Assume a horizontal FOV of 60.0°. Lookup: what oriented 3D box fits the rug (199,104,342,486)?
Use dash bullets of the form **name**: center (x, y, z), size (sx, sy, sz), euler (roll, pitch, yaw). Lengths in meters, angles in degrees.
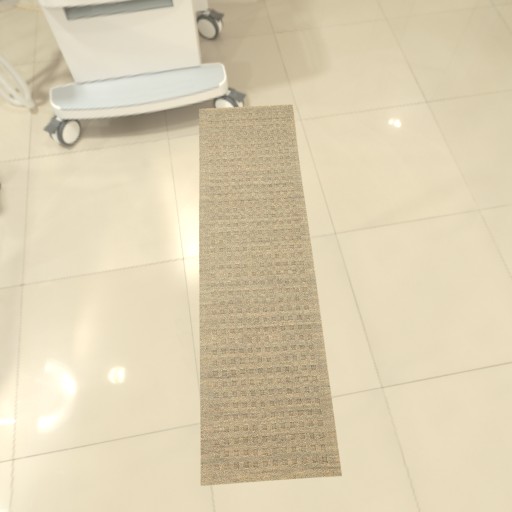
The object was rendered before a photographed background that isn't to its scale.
- **rug**: center (0.000, 0.000, 2.688), size (0.688, 0.005, 2.437), euler (-3, 63, -2)
